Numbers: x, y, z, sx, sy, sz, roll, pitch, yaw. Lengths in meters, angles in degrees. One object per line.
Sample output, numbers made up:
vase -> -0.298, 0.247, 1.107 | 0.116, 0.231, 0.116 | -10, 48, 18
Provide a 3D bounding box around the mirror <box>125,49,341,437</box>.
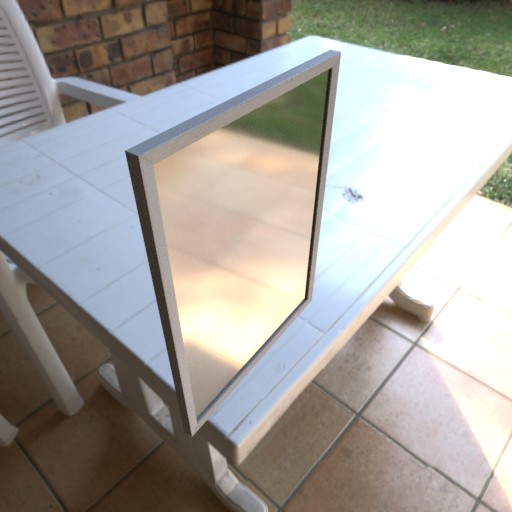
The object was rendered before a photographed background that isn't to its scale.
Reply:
mirror -> 0.000, 0.000, 1.360 | 0.040, 1.016, 0.762 | 26, 47, 27
